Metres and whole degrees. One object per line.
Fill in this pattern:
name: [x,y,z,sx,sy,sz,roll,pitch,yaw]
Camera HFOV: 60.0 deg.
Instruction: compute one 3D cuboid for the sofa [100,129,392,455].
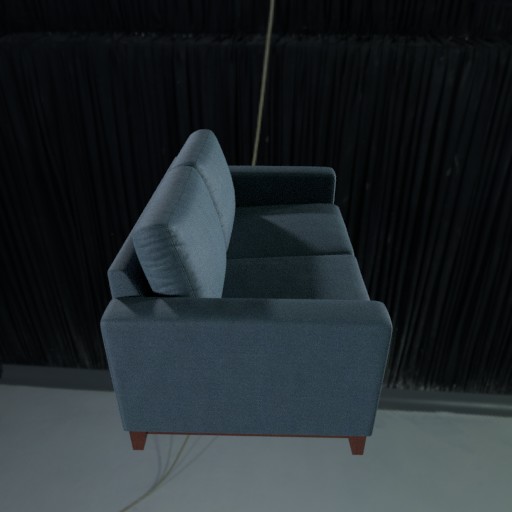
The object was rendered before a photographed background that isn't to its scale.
sofa: [0.000,0.000,2.095,0.955,0.903,1.489,1,30,1]
